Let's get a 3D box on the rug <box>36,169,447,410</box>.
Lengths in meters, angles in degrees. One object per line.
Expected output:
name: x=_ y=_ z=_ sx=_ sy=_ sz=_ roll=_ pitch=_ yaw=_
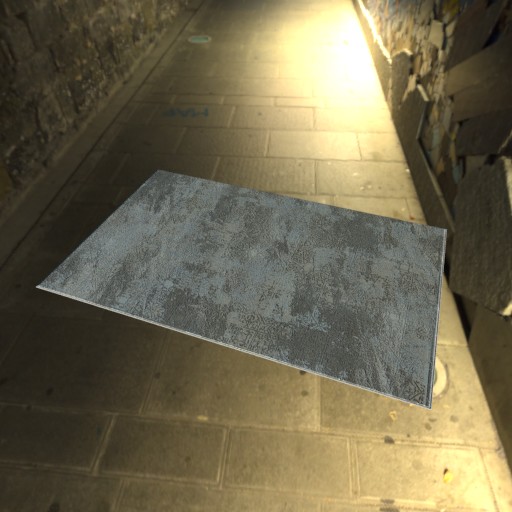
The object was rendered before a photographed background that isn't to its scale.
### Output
rug: x=0.000 y=0.000 z=3.052 sx=2.431 sy=0.012 sz=1.536 roll=14 pitch=44 yaw=15
